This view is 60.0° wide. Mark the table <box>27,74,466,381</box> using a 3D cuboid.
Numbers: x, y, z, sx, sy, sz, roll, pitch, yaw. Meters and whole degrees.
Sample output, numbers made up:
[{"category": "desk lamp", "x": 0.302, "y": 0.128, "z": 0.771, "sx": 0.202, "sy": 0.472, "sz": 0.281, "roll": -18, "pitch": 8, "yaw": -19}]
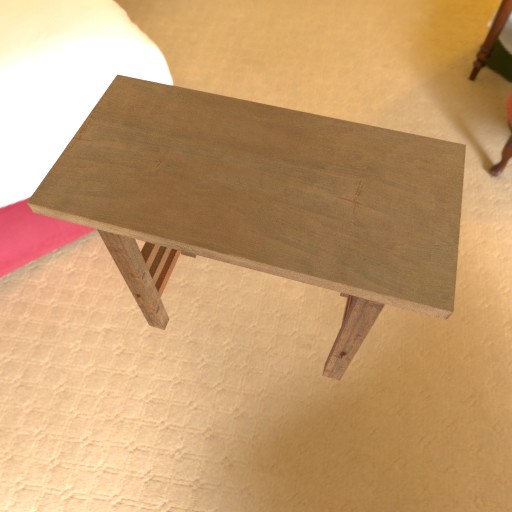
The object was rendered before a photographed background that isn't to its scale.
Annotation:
[{"category": "table", "x": 0.000, "y": 0.000, "z": 1.634, "sx": 1.119, "sy": 0.914, "sz": 0.556, "roll": 14, "pitch": 60, "yaw": 8}]
